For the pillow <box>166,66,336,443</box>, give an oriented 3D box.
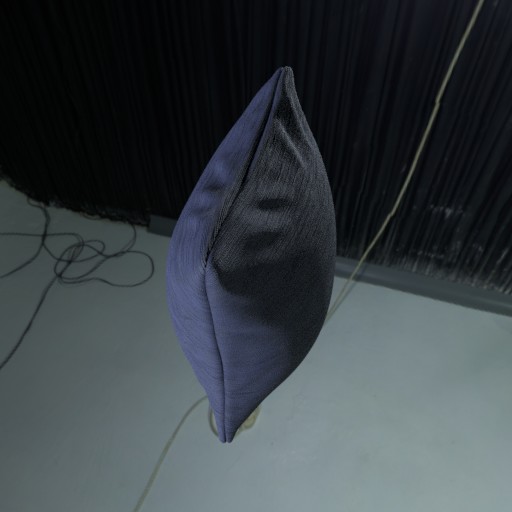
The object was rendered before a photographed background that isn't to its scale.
[{"bbox_3d":[0.000,0.000,0.682,0.246,0.414,0.432,9,47,8],"label":"pillow"}]
